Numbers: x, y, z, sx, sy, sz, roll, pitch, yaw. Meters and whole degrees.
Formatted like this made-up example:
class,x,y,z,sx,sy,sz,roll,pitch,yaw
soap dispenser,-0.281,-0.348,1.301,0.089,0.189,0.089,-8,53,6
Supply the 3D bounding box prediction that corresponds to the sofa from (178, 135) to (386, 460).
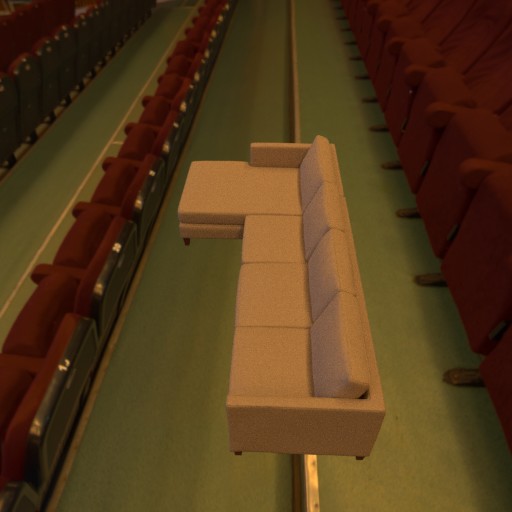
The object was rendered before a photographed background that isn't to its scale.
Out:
class,x,y,z,sx,sy,sz,roll,pitch,yaw
sofa,0.000,0.000,3.888,1.625,0.846,3.186,2,42,2
